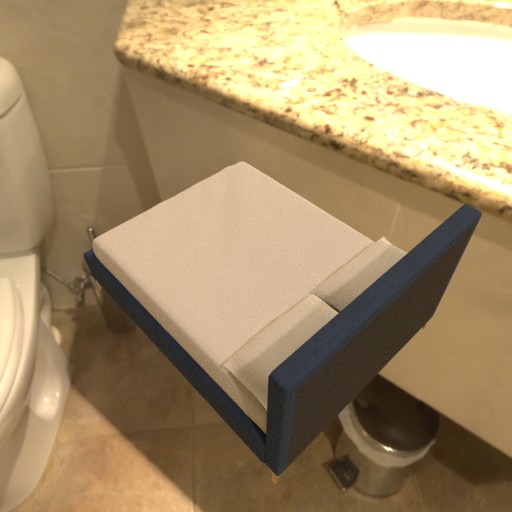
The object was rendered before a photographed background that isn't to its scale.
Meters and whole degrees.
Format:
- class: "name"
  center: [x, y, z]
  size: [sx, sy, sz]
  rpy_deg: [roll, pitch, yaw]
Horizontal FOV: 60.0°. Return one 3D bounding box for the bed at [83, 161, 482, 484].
- class: "bed"
  center: [0.000, 0.000, 3.219]
  size: [1.723, 1.231, 2.172]
  rpy_deg: [-34, 55, -28]
